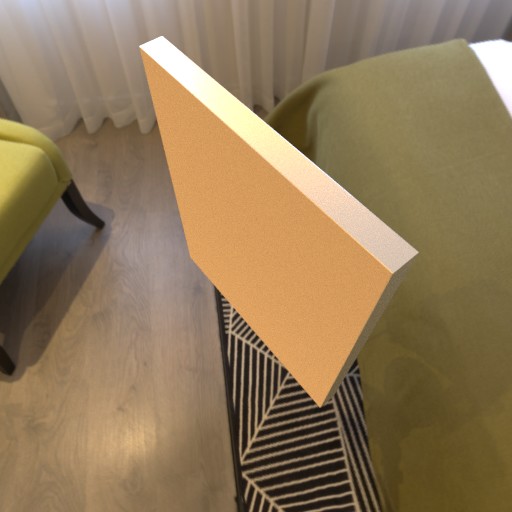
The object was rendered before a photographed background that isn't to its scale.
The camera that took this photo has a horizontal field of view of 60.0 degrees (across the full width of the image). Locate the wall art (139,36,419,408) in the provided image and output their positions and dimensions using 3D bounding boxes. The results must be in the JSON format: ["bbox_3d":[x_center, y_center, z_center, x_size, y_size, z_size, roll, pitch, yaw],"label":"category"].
[{"bbox_3d":[0.000,0.000,0.747,0.038,0.549,0.452,-35,65,-19],"label":"wall art"}]
